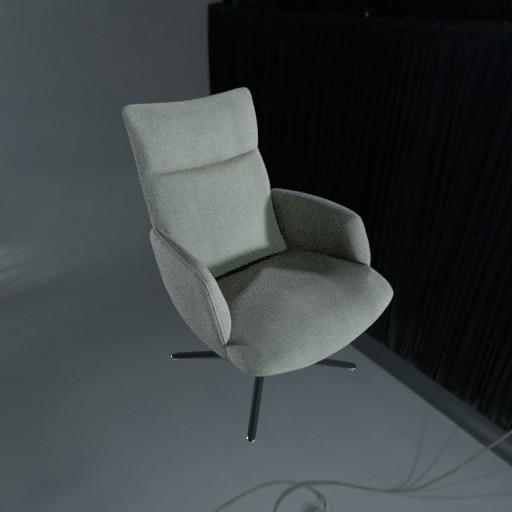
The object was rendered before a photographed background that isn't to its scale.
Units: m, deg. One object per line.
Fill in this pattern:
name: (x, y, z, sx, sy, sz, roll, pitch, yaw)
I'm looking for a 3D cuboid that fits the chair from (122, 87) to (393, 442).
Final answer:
chair: (0.000, 0.000, 1.631, 0.711, 1.016, 0.889, -23, 38, -33)
